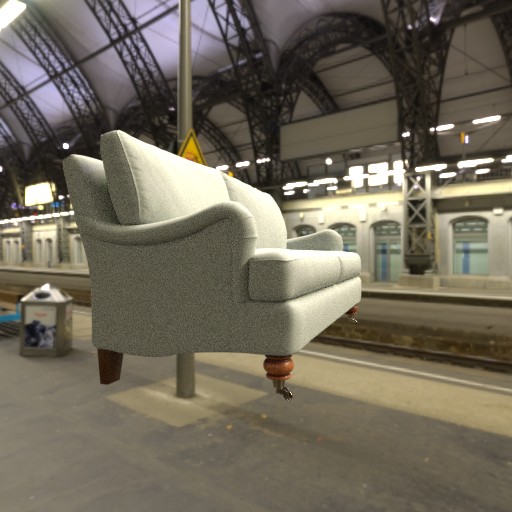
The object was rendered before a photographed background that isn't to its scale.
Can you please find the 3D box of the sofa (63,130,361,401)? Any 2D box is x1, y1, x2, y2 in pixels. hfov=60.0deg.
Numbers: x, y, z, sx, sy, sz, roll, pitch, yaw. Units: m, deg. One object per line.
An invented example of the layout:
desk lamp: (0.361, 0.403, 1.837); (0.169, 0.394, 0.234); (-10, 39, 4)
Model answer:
sofa: (0.000, 0.000, 2.761); (1.069, 1.096, 2.193); (0, 0, 20)
